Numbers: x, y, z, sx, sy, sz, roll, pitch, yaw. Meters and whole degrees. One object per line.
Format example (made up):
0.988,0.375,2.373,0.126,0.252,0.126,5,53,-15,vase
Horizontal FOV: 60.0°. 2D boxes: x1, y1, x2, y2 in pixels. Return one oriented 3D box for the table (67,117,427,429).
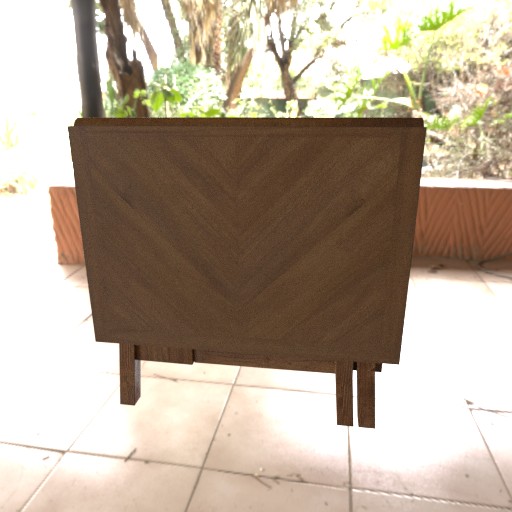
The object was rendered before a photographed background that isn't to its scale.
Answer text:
0.000,0.000,1.645,0.967,0.981,0.701,3,18,8,table
